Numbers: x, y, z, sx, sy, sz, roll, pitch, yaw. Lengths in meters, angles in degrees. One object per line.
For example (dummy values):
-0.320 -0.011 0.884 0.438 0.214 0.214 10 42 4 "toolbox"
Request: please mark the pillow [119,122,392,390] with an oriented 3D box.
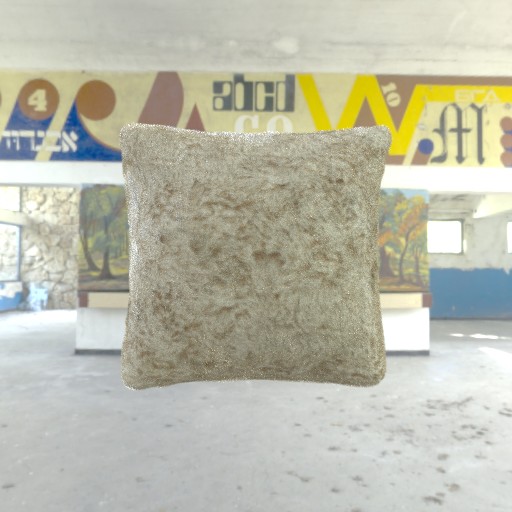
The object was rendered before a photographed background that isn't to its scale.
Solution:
0.000 0.000 0.845 0.538 0.525 0.216 0 -2 0 "pillow"
